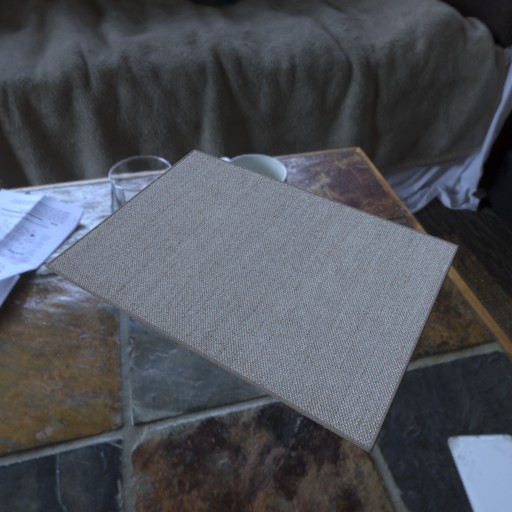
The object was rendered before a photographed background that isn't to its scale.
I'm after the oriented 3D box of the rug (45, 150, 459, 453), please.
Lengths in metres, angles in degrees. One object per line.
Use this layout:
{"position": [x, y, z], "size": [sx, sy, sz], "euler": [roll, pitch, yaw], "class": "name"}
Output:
{"position": [0.000, 0.000, 2.764], "size": [2.115, 0.013, 1.517], "euler": [24, 51, 21], "class": "rug"}
